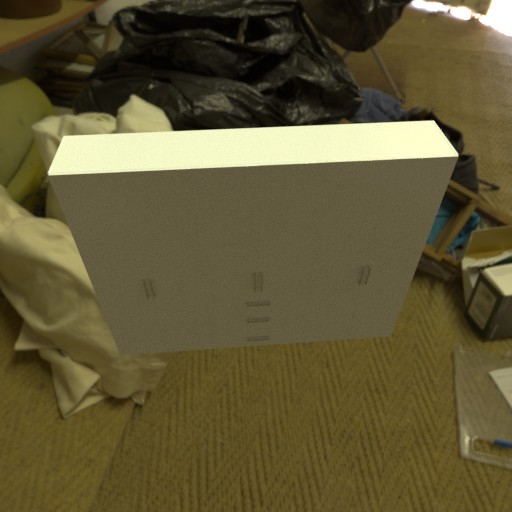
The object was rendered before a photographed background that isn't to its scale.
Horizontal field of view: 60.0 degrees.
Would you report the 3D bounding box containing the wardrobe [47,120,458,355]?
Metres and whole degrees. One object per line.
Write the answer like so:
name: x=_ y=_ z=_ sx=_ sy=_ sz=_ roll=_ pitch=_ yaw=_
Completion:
wardrobe: x=0.000 y=0.000 z=4.219 sx=3.000 sy=2.360 sz=0.580 roll=-3 pitch=45 yaw=-3
